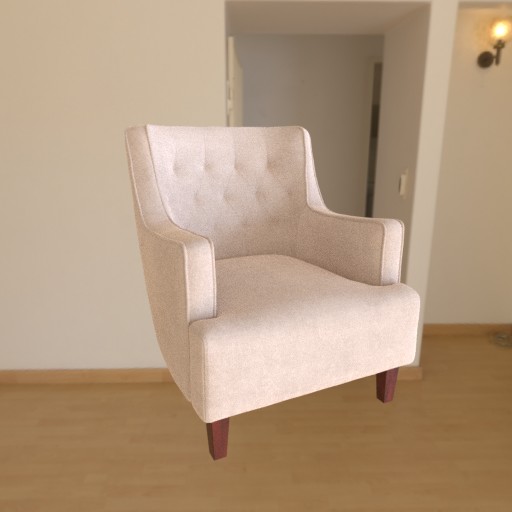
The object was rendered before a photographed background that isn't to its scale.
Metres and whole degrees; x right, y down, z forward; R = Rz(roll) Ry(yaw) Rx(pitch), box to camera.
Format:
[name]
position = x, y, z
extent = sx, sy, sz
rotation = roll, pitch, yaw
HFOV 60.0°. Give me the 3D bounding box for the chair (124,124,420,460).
[chair]
position = 0.000, 0.000, 1.603
extent = 0.781, 0.920, 0.910
rotation = -7, 17, -26
